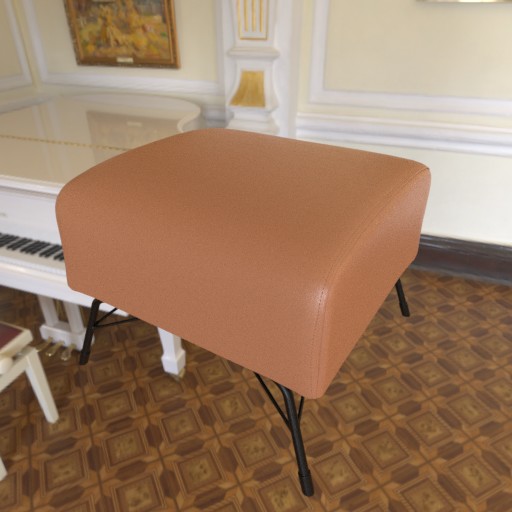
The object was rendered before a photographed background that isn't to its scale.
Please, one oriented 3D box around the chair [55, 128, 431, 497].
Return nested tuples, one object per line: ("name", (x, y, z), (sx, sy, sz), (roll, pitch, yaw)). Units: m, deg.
("chair", (0.000, 0.000, 0.871), (0.530, 0.410, 0.530), (18, 34, 28))
